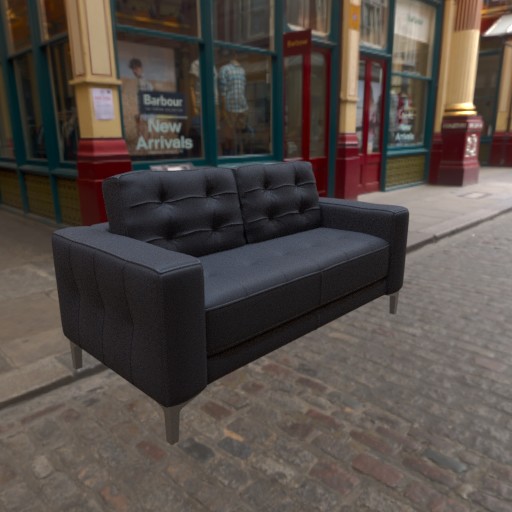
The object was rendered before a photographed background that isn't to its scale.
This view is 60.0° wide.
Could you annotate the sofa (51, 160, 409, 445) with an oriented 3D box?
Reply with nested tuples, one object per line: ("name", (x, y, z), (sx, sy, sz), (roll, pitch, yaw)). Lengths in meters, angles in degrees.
("sofa", (0.000, 0.000, 2.248), (0.833, 0.893, 1.726), (14, 21, 42))
